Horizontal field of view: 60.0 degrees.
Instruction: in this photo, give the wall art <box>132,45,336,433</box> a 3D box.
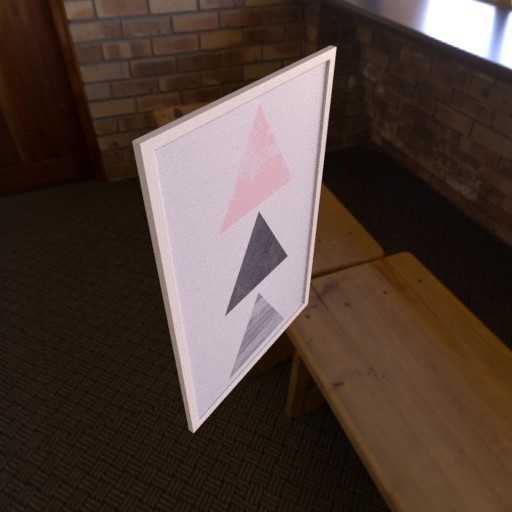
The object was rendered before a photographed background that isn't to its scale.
[{"bbox_3d":[0.000,0.000,0.853,0.013,0.656,0.456,26,47,27],"label":"wall art"}]
